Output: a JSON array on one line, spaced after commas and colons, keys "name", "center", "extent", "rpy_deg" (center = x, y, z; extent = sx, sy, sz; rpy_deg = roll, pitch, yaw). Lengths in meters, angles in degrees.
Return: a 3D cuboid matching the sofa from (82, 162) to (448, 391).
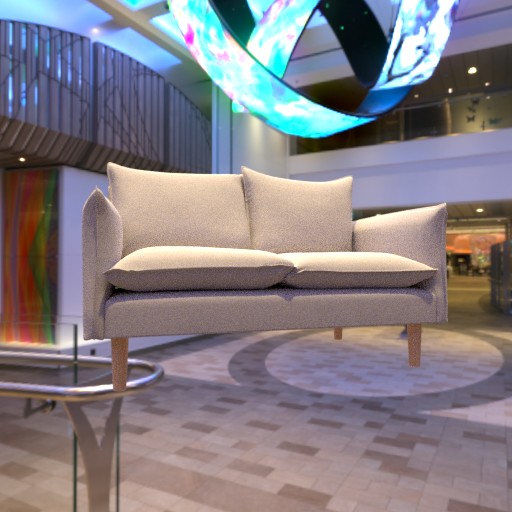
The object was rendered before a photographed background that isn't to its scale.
[{"name": "sofa", "center": [0.000, 0.000, 1.814], "extent": [1.300, 0.840, 0.820], "rpy_deg": [0, -1, -17]}]
